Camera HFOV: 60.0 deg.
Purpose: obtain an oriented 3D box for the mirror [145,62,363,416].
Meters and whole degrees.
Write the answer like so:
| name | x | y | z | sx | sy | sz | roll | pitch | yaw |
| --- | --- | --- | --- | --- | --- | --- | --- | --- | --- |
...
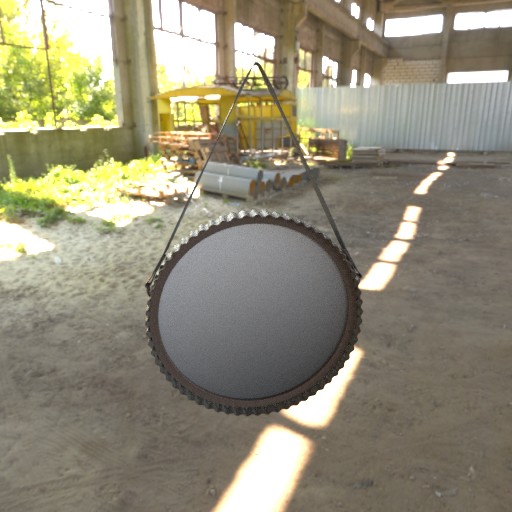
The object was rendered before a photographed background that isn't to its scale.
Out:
| name | x | y | z | sx | sy | sz | roll | pitch | yaw |
| --- | --- | --- | --- | --- | --- | --- | --- | --- | --- |
| mirror | 0.000 | 0.000 | 0.705 | 0.355 | 0.568 | 0.042 | -2 | 17 | -8 |
